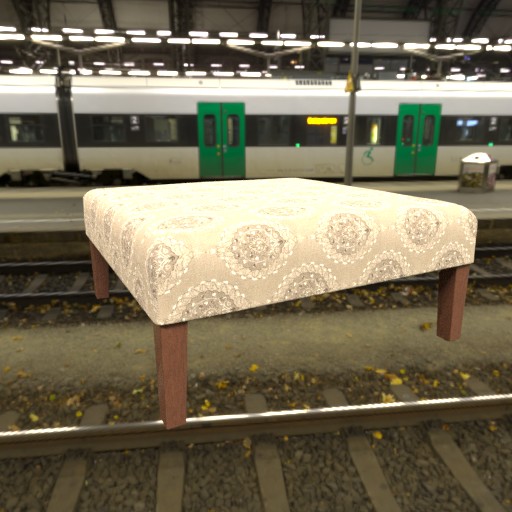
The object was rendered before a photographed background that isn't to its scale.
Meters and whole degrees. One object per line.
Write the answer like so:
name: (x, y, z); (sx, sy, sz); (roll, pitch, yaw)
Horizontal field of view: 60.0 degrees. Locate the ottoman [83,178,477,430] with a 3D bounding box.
ottoman: (0.000, 0.000, 1.395); (0.890, 0.411, 0.889); (-8, 17, -27)
